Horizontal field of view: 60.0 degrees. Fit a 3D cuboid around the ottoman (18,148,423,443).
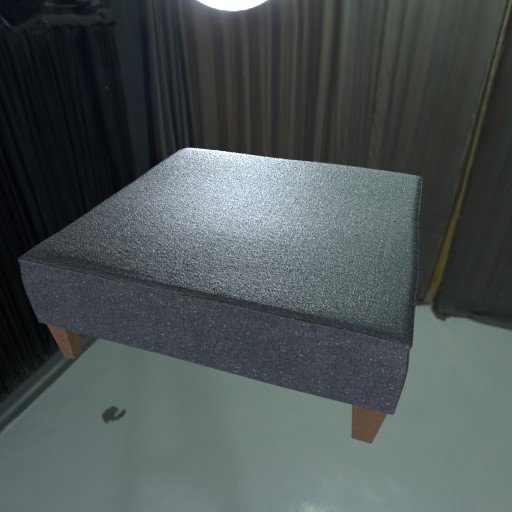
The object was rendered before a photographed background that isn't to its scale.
[{"bbox_3d":[0.000,0.000,1.490,1.004,0.382,0.968,10,33,16],"label":"ottoman"}]
